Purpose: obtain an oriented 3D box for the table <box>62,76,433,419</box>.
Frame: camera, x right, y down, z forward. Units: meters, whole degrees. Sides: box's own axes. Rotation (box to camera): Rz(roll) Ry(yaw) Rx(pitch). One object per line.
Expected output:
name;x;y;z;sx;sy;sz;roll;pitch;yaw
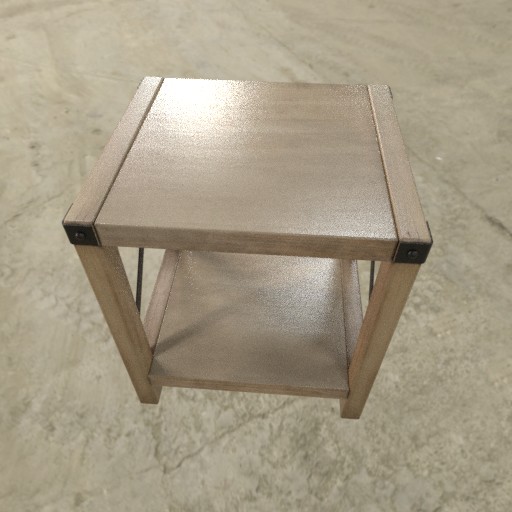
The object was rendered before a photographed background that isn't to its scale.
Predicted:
table;0.000;0.000;0.940;0.510;0.561;0.459;3;47;3
